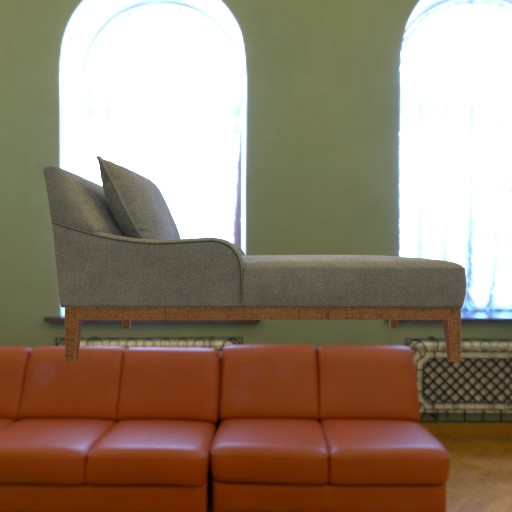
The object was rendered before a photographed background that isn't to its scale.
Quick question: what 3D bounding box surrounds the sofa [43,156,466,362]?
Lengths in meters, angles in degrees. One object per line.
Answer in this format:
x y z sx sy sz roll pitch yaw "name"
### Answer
0.000 0.000 2.287 1.779 0.883 0.904 0 0 0 "sofa"
